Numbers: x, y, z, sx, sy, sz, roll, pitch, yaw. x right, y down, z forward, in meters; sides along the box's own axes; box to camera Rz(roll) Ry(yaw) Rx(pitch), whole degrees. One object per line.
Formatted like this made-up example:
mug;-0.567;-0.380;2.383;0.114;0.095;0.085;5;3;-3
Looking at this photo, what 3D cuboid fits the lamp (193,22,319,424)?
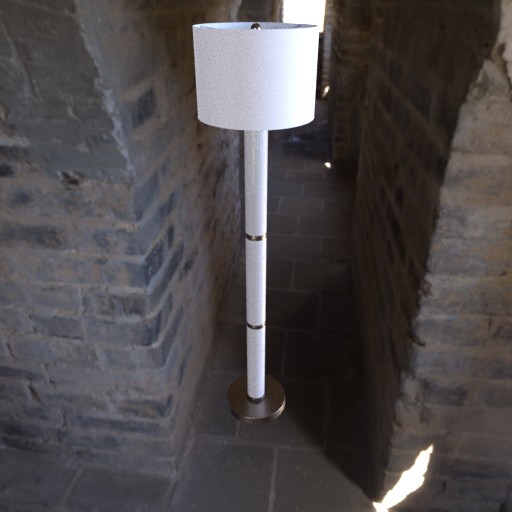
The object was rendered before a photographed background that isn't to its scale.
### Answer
lamp;0.000;0.000;1.717;0.377;1.599;0.377;-22;37;-33
